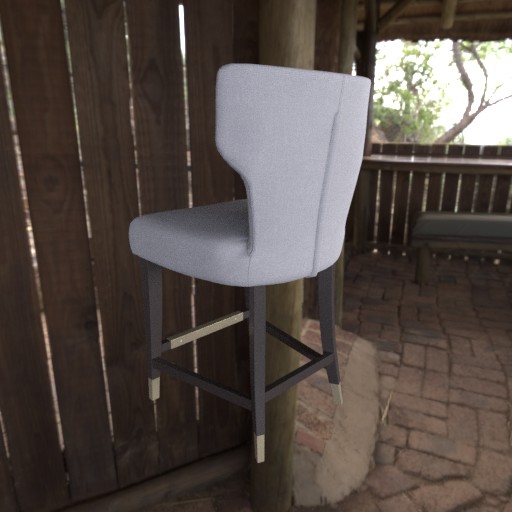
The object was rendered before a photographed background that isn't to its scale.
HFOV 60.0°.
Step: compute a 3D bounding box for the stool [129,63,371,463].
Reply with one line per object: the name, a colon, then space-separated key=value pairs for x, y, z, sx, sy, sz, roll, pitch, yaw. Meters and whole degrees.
stool: x=0.000 y=0.000 z=1.303 sx=0.527 sy=0.982 sz=0.563 roll=-16 pitch=23 yaw=-42
